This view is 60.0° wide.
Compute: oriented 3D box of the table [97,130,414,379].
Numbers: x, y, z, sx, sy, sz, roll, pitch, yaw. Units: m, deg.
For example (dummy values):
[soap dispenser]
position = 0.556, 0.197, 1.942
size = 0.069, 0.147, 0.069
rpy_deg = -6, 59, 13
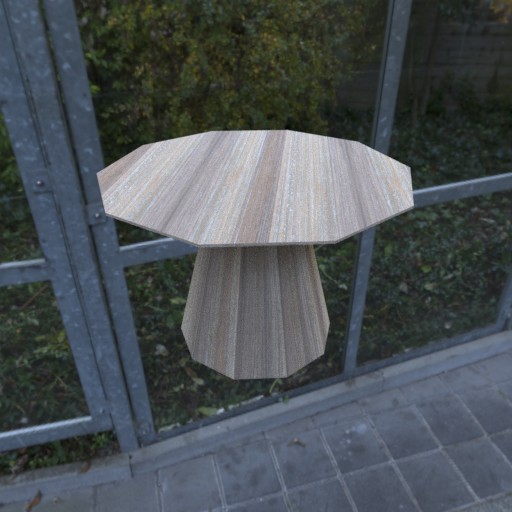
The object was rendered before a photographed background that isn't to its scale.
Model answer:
[table]
position = 0.000, 0.000, 1.868
size = 1.186, 0.752, 1.186
rpy_deg = 0, 31, 0
